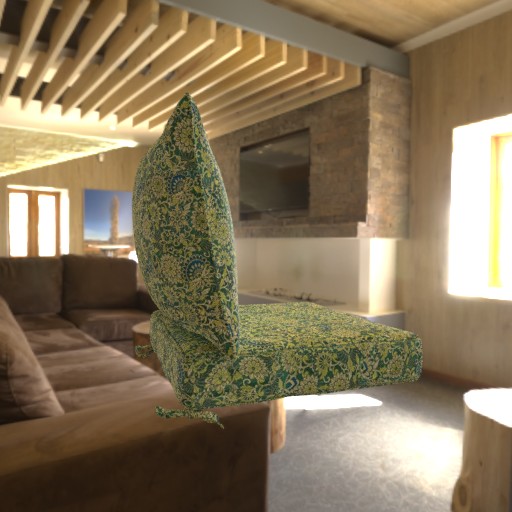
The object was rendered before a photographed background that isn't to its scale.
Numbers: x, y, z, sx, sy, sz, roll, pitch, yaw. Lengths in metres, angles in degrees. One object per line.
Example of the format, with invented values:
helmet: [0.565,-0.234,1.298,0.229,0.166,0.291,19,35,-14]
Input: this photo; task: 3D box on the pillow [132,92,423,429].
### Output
pillow: [0.000,0.000,1.379,0.740,0.722,0.798,-1,2,-19]
